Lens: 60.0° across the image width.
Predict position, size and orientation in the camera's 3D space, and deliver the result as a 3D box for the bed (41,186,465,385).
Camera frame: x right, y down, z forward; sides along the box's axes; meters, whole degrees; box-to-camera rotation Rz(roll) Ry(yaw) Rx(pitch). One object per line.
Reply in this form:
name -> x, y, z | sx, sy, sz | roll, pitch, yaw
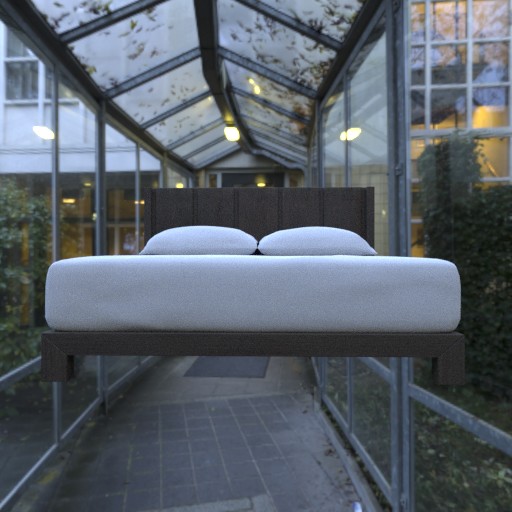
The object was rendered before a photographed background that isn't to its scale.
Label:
bed -> 0.000, 0.000, 3.224 | 2.134, 1.270, 2.012 | 0, 0, 1
